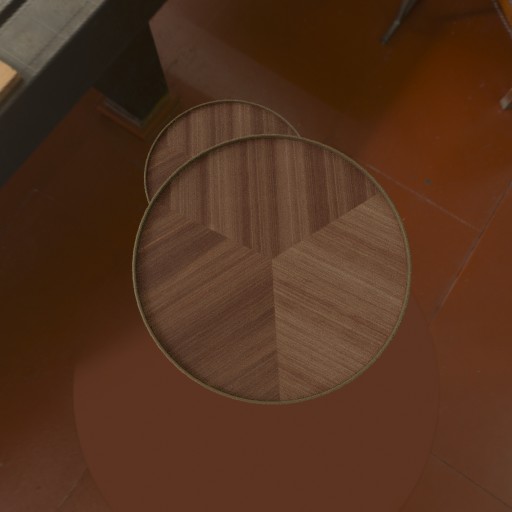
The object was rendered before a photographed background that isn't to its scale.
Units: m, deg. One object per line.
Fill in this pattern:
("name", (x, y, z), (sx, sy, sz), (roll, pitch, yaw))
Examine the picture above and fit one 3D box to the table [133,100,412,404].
("table", (0.000, 0.000, 1.135), (0.532, 0.555, 0.751), (-21, 76, -5))
